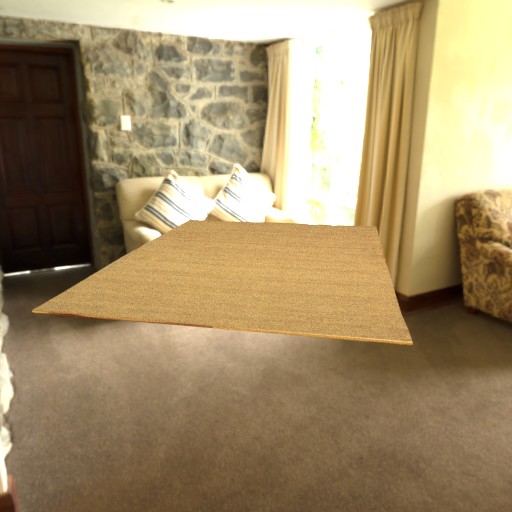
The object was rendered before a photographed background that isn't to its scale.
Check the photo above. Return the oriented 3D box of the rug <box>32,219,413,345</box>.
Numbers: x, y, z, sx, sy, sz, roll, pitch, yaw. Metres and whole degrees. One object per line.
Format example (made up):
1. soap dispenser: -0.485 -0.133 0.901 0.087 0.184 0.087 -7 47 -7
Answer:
1. rug: 0.000 0.000 4.227 2.434 0.045 3.202 3 16 11
